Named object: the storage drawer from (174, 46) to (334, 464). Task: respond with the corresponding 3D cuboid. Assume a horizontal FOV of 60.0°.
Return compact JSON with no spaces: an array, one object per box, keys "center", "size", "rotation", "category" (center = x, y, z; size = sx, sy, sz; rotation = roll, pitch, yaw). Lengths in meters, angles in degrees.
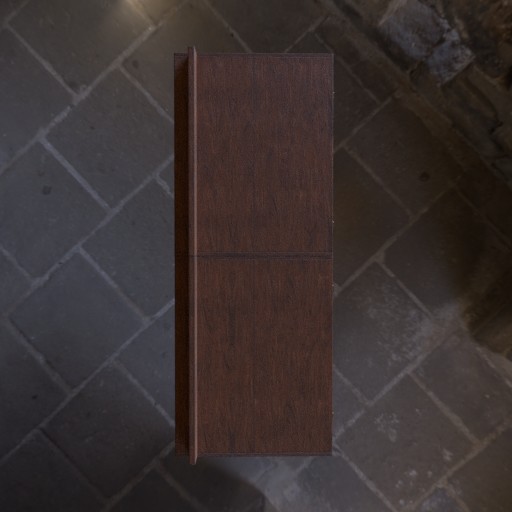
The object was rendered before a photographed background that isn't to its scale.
[{"center":[0.000,0.000,2.193],"size":[0.774,0.339,1.914],"rotation":[0,91,-1],"category":"storage drawer"}]
